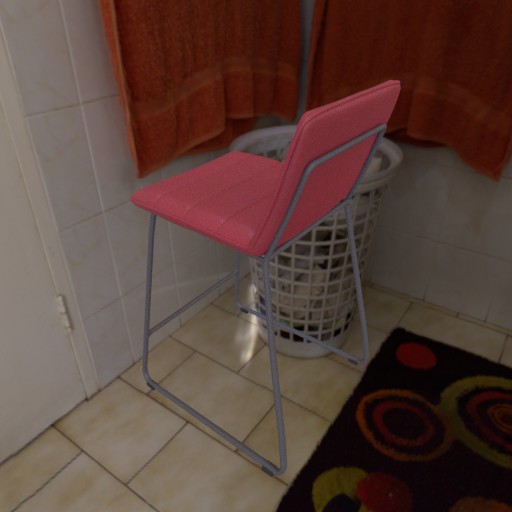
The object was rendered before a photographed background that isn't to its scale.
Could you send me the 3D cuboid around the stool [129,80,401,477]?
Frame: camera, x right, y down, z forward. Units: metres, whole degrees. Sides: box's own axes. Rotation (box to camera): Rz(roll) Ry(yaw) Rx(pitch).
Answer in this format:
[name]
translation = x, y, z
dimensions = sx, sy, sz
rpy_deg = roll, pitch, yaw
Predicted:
[stool]
translation = 0.000, 0.000, 1.145
dimensions = 0.524, 0.866, 0.489
rpy_deg = 22, 38, 31
